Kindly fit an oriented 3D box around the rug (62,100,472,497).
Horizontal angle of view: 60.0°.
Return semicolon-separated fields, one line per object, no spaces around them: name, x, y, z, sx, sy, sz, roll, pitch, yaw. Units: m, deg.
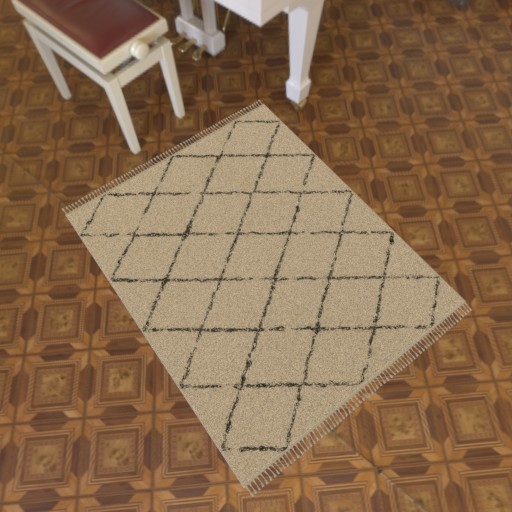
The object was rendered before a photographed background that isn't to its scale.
rug;0.000;0.000;4.025;2.380;0.013;3.051;-34;68;-16
